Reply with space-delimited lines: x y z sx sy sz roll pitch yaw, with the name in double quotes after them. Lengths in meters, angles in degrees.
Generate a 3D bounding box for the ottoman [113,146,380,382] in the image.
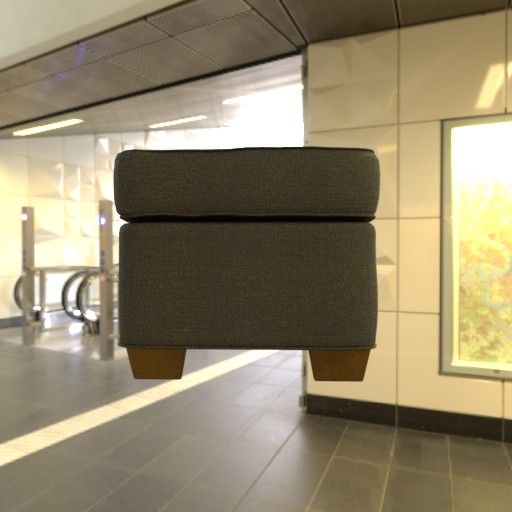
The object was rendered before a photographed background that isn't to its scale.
0.000 0.000 1.361 0.515 0.460 1.110 0 1 2 "ottoman"
